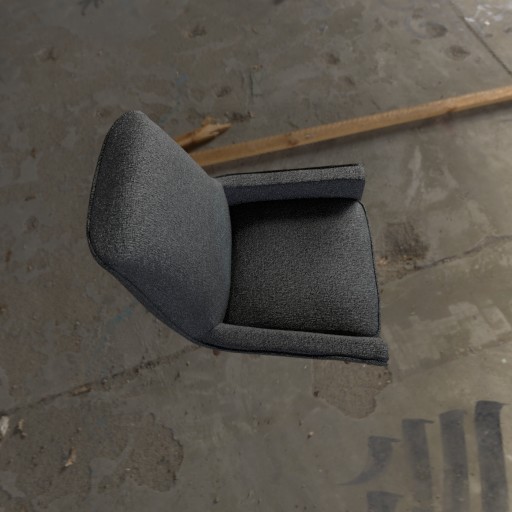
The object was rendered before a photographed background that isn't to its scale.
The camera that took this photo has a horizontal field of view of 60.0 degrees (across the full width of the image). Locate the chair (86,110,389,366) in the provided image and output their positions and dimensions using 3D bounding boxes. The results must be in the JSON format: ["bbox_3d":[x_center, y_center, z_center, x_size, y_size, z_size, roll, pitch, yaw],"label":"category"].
[{"bbox_3d":[0.000,0.000,1.532,0.859,0.883,0.763,0,63,0],"label":"chair"}]
